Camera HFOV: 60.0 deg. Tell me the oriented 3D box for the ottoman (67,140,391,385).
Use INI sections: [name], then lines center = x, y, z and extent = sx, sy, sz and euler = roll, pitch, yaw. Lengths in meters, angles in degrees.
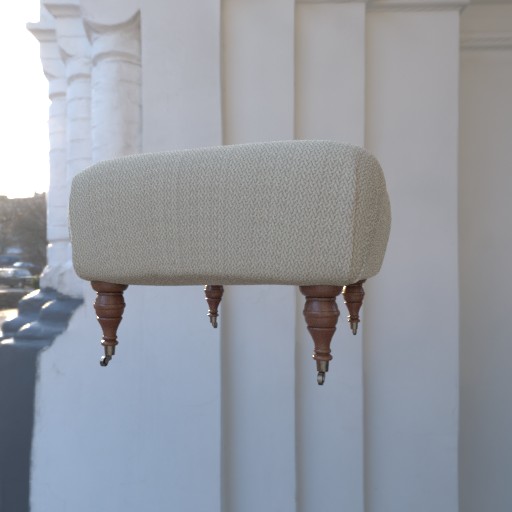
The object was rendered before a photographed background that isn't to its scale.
[ottoman]
center = 0.000, 0.000, 1.082
extent = 0.622, 0.447, 0.684
euler = 0, -1, 18
